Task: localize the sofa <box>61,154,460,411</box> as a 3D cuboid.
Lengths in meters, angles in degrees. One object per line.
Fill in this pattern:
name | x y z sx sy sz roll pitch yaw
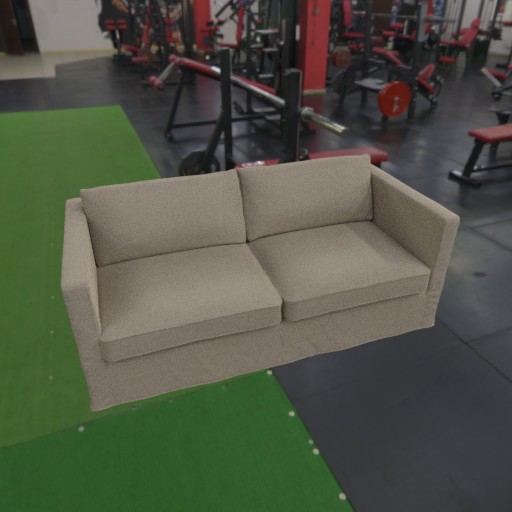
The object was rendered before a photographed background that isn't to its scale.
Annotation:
sofa | 0.000 0.000 2.534 1.987 0.847 0.956 -10 32 -16
